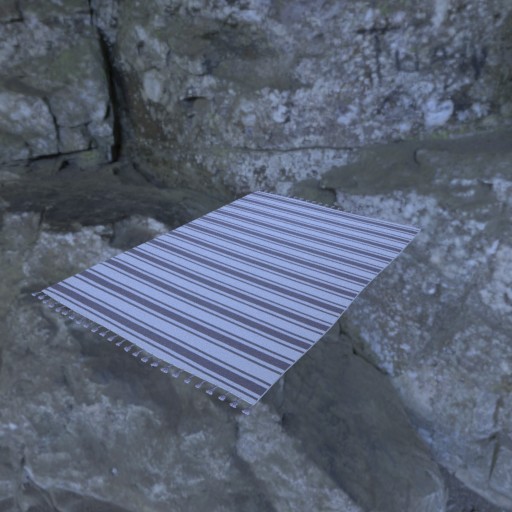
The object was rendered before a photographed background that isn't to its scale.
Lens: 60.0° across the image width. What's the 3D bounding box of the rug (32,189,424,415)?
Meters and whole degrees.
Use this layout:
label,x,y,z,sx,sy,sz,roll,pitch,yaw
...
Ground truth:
label,x,y,z,sx,sy,sz,roll,pitch,yaw
rug,0.000,0.000,3.906,2.030,0.017,3.040,18,33,31
